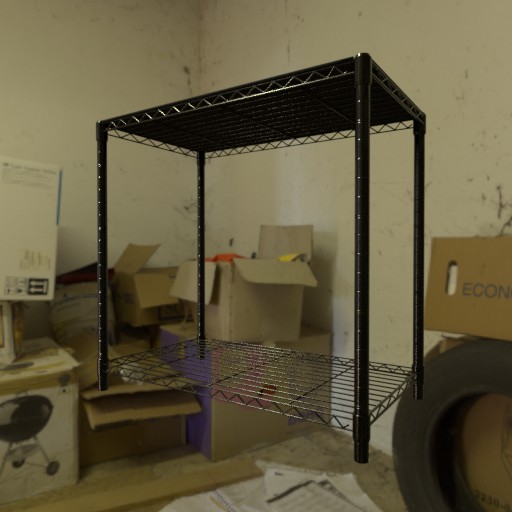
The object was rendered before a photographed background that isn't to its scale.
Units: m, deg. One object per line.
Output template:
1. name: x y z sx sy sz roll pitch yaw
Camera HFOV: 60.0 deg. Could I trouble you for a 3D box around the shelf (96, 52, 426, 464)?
1. shelf: 0.000 0.000 0.903 0.589 0.564 0.338 1 1 34
